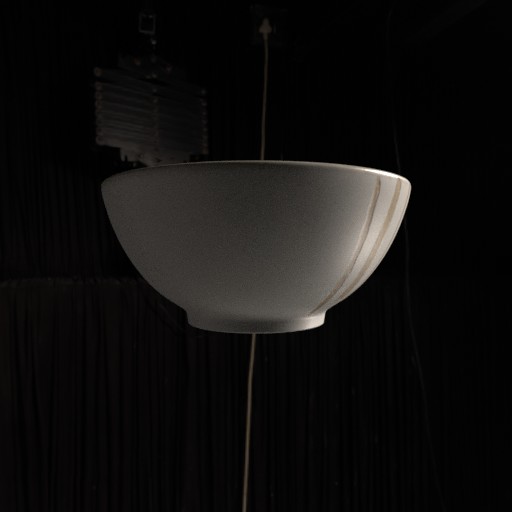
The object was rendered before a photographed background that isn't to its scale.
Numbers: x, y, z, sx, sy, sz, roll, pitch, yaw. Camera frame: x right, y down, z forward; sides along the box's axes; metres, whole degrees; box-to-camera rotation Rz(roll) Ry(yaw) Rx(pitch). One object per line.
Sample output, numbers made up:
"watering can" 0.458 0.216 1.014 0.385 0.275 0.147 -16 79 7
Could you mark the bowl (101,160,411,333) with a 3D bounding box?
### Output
"bowl" 0.000 0.000 0.407 0.268 0.121 0.268 0 1 0
